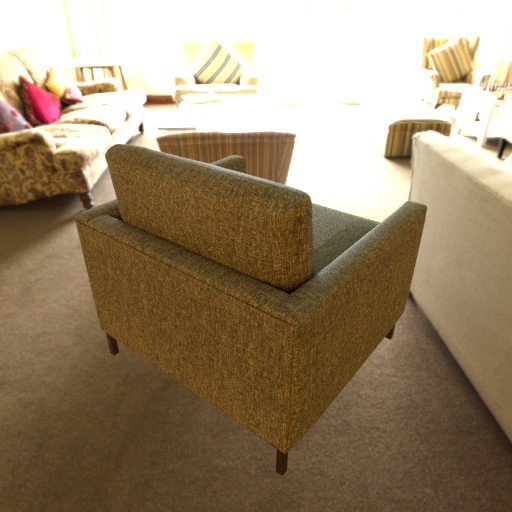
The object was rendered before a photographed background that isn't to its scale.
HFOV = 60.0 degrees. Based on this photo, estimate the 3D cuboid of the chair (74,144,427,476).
[{"bbox_3d":[0.000,0.000,1.660,0.963,0.861,0.866,22,37,32],"label":"chair"}]
